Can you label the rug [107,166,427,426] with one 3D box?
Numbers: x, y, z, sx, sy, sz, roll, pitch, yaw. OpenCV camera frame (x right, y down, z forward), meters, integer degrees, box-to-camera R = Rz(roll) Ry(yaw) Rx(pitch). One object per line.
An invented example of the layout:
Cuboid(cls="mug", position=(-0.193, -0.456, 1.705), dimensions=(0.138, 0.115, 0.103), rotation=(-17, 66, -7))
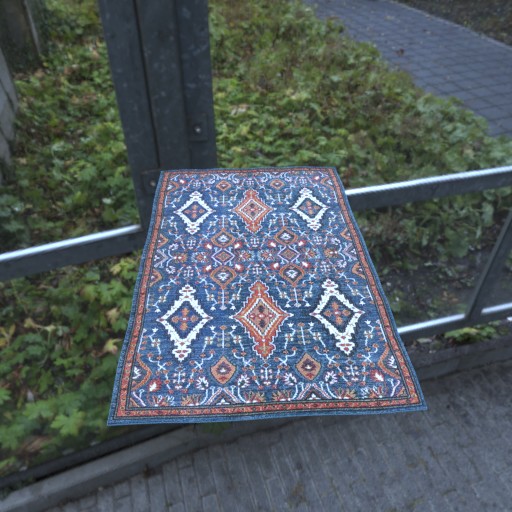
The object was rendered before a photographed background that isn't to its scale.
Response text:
Cuboid(cls="rug", position=(0.000, 0.000, 2.326), dimensions=(1.195, 0.014, 1.847), rotation=(-2, 40, -2))
